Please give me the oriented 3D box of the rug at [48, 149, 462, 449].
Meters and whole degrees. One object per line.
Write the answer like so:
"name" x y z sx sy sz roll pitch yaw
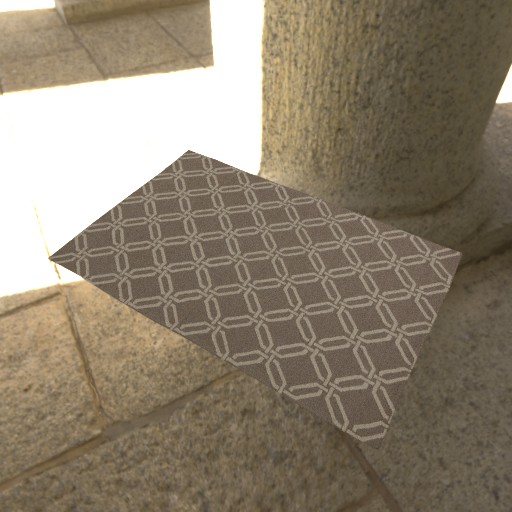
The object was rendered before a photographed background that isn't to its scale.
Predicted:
"rug" 0.000 0.000 2.207 1.748 0.010 1.142 25 52 21
